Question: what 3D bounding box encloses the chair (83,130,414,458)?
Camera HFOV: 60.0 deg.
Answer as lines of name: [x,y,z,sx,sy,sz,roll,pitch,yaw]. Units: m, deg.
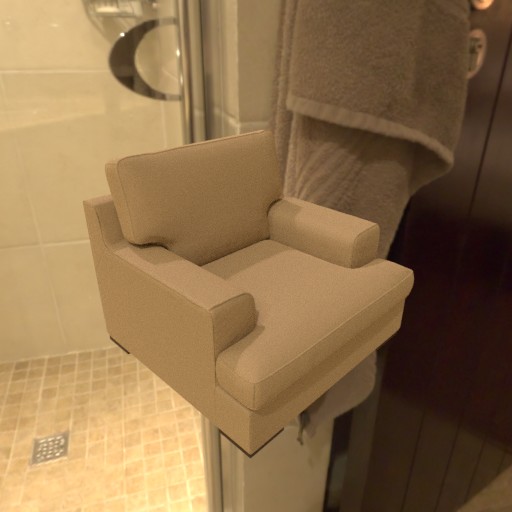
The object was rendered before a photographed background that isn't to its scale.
chair: [0.000,0.000,2.179,1.274,1.005,1.293,19,32,33]
